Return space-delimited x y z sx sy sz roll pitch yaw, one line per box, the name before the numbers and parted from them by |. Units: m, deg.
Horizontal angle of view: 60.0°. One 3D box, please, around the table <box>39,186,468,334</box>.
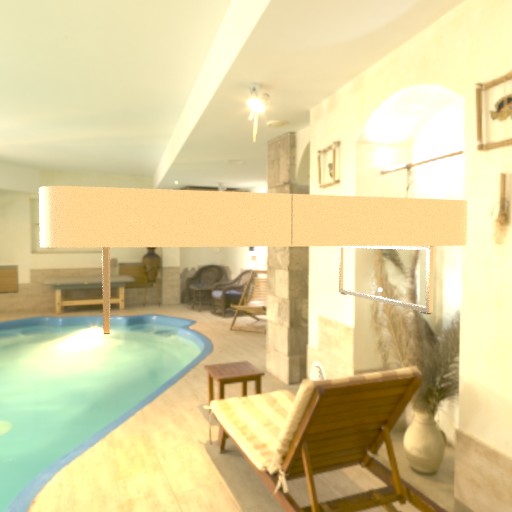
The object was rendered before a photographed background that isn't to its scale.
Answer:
table | 0.000 0.000 1.431 1.200 0.340 0.600 -1 2 -18
